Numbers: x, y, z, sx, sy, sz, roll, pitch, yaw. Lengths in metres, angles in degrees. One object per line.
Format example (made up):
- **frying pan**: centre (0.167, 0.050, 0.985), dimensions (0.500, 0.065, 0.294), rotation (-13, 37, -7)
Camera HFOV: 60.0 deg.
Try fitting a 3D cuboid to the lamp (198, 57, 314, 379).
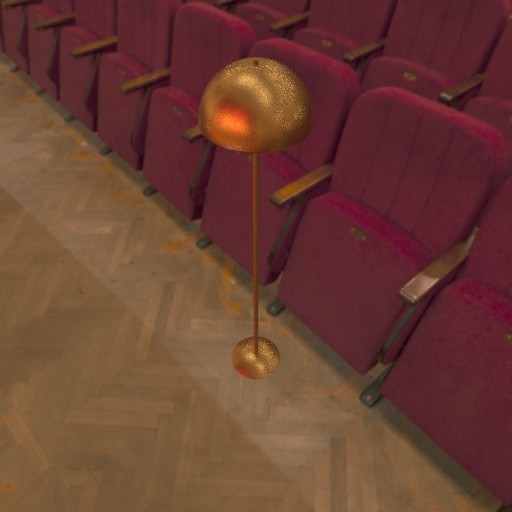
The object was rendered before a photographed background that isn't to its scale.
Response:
- **lamp**: centre (0.000, 0.000, 1.679), dimensions (0.328, 1.480, 0.328), rotation (-32, 54, -26)
